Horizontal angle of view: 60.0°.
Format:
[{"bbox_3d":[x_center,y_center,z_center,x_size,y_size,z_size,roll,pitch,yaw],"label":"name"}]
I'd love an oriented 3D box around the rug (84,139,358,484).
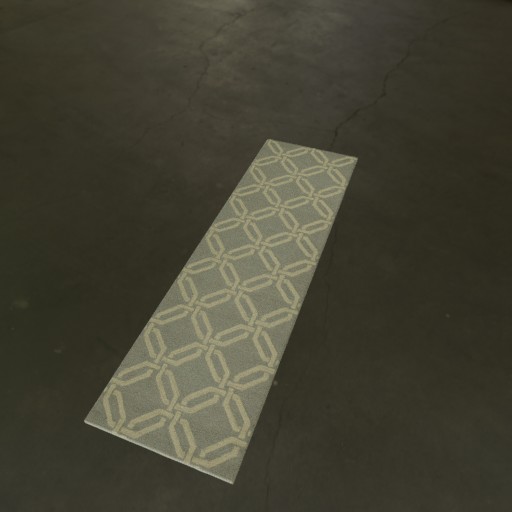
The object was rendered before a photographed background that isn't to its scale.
[{"bbox_3d":[0.000,0.000,2.492,0.678,0.014,2.276,16,49,14],"label":"rug"}]
